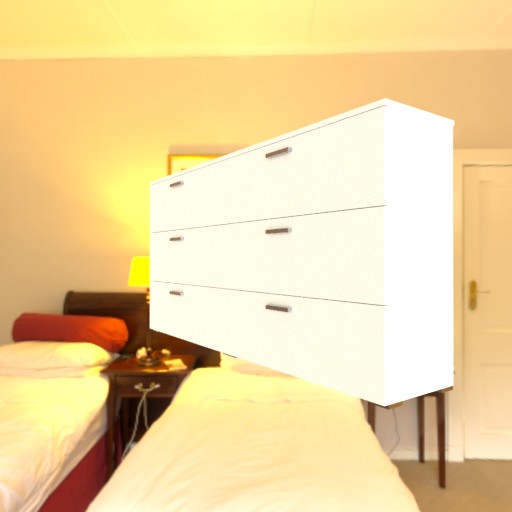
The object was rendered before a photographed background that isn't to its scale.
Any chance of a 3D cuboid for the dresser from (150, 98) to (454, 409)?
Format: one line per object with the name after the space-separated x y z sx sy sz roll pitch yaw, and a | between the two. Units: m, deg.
0.000 0.000 1.828 0.333 0.790 1.535 0 0 -36 | dresser
